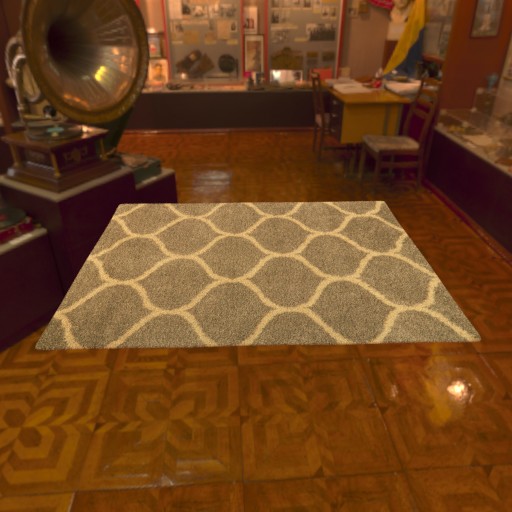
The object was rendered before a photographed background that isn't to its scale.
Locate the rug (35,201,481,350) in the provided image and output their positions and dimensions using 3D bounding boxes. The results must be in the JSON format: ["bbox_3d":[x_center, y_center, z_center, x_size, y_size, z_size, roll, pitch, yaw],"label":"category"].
[{"bbox_3d":[0.000,0.000,3.990,3.000,0.026,2.399,-1,30,-1],"label":"rug"}]
